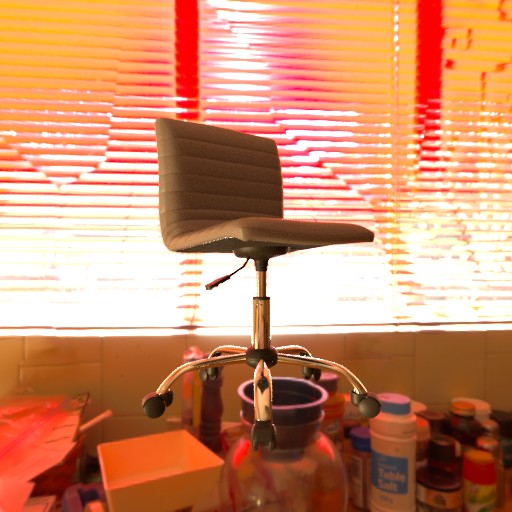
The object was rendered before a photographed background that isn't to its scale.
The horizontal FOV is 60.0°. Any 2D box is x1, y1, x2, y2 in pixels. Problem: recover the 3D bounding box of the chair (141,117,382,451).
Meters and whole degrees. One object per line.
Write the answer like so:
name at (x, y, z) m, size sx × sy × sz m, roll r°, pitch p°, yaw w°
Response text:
chair at (0.000, 0.000, 1.142) m, size 0.569 × 0.750 × 0.542 m, roll 0°, pitch 0°, yaw -36°
